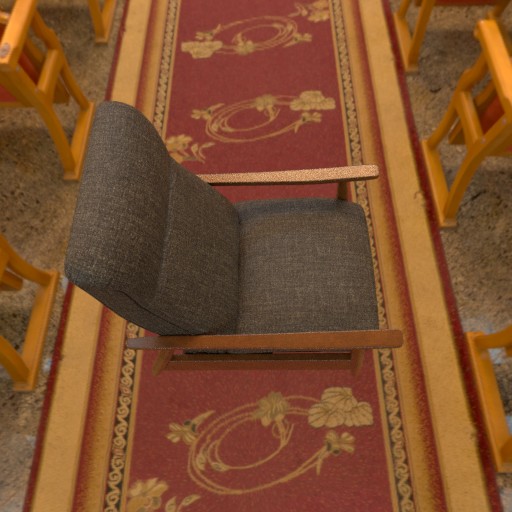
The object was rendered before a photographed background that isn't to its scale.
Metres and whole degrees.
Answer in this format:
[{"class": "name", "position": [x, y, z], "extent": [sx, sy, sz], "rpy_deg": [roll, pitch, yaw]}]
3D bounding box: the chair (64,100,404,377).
[{"class": "chair", "position": [0.000, 0.000, 1.747], "extent": [1.014, 1.082, 0.762], "rpy_deg": [0, 64, 0]}]
